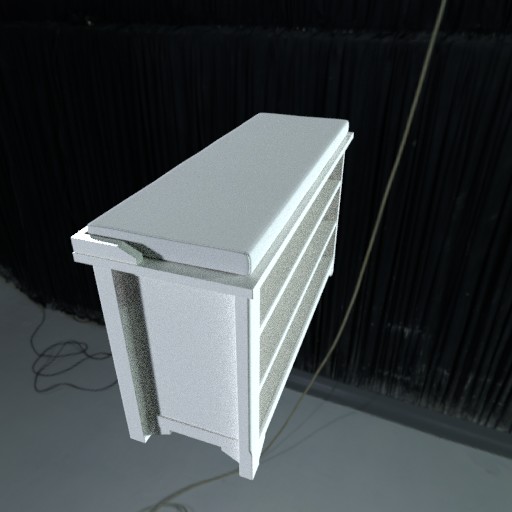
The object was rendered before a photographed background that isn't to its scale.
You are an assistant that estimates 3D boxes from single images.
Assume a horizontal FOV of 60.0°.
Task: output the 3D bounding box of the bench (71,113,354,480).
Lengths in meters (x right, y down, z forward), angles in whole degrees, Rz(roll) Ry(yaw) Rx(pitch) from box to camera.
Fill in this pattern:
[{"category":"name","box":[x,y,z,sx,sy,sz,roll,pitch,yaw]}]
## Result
[{"category":"bench","box":[0.000,0.000,1.272,0.346,0.589,0.987,10,32,17]}]
